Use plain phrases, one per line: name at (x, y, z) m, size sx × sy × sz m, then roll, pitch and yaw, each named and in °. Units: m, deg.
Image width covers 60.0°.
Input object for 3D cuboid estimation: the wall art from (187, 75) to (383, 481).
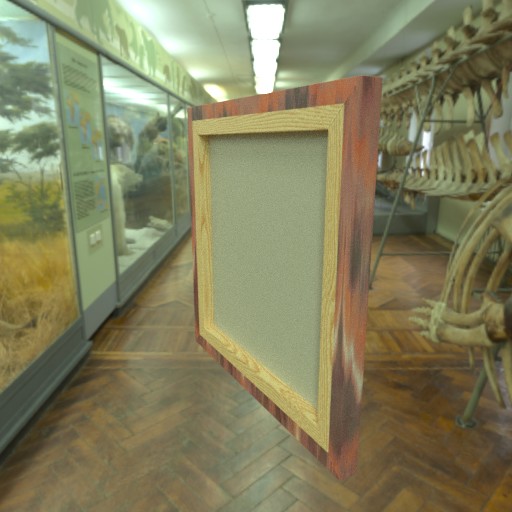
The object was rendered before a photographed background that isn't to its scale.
wall art at (0.000, 0.000, 0.897) m, size 0.037 × 0.609 × 0.603 m, roll -8°, pitch 16°, yaw -29°
